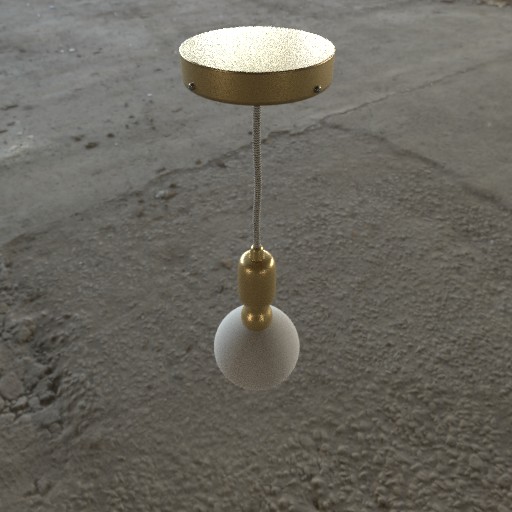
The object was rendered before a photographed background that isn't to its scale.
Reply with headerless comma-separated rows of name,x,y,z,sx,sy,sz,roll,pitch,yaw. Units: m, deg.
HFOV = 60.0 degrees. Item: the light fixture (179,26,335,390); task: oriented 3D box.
light fixture,0.000,0.000,0.575,0.146,0.510,0.147,-26,47,-27
